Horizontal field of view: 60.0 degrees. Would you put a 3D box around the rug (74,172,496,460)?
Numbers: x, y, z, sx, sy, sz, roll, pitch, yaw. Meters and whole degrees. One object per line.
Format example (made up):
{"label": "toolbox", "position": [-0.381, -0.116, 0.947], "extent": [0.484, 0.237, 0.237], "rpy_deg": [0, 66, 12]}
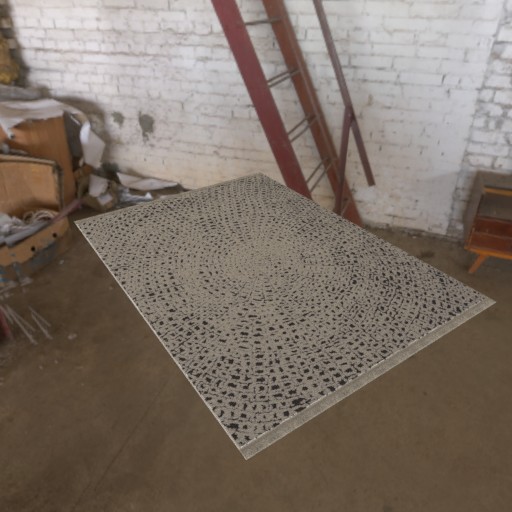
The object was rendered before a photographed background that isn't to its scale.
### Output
{"label": "rug", "position": [0.000, 0.000, 2.040], "extent": [1.190, 0.003, 1.634], "rpy_deg": [-20, 38, -29]}
